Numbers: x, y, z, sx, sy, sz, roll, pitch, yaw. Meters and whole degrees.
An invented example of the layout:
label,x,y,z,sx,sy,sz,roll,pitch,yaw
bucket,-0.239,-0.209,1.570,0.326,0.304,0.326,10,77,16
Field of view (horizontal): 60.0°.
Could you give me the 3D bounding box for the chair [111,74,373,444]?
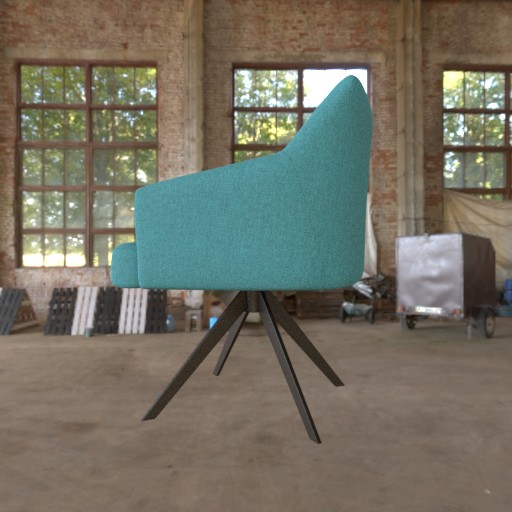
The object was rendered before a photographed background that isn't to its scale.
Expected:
label,x,y,z,sx,sy,sz,roll,pitch,yaw
chair,0.000,0.000,1.337,0.677,0.874,0.642,0,0,18
